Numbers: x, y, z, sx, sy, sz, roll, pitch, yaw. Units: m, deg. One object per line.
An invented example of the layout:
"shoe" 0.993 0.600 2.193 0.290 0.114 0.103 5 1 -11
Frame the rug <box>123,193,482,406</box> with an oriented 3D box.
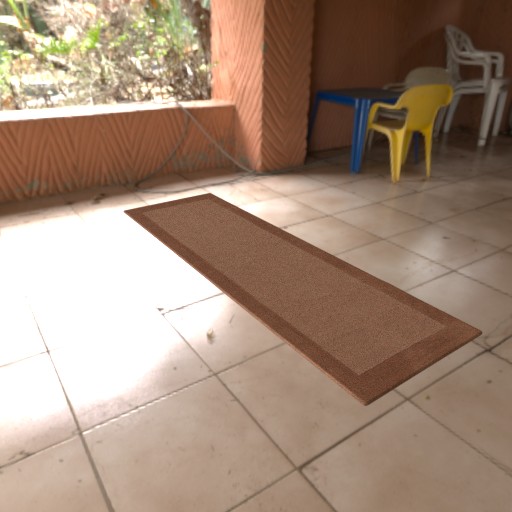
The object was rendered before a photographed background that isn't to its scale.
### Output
"rug" 0.000 0.000 2.676 0.764 0.017 2.439 -17 31 -31
